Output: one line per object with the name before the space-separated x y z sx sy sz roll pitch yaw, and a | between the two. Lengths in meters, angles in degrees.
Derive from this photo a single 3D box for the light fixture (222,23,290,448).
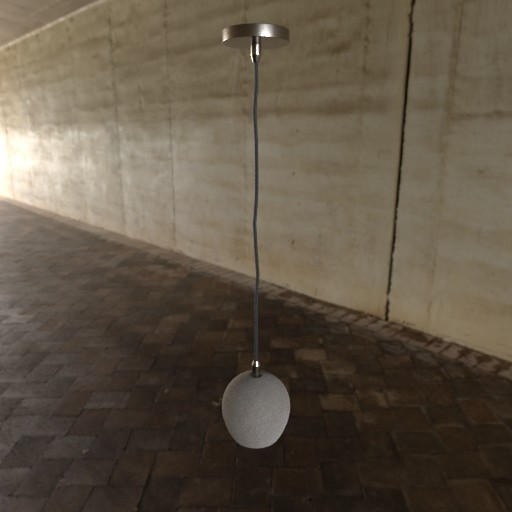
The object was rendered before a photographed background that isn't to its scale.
light fixture | 0.000 0.000 0.827 0.139 0.764 0.139 -3 15 -11
